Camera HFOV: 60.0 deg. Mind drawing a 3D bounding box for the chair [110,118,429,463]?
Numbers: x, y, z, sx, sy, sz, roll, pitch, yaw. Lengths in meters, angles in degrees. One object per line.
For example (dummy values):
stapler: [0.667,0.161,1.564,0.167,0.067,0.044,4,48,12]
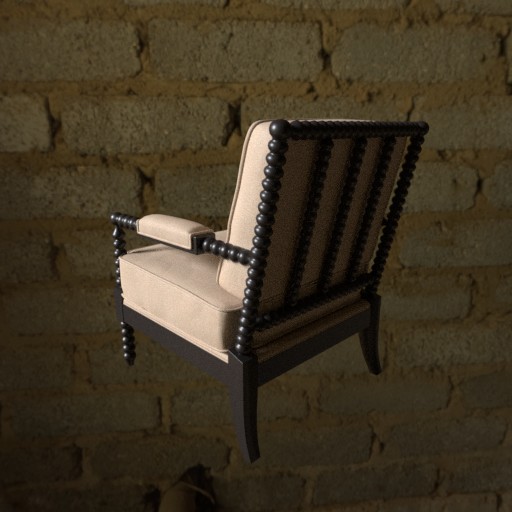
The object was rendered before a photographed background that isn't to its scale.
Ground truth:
chair: [0.000,0.000,1.192,0.555,0.703,0.657,-15,22,-42]
